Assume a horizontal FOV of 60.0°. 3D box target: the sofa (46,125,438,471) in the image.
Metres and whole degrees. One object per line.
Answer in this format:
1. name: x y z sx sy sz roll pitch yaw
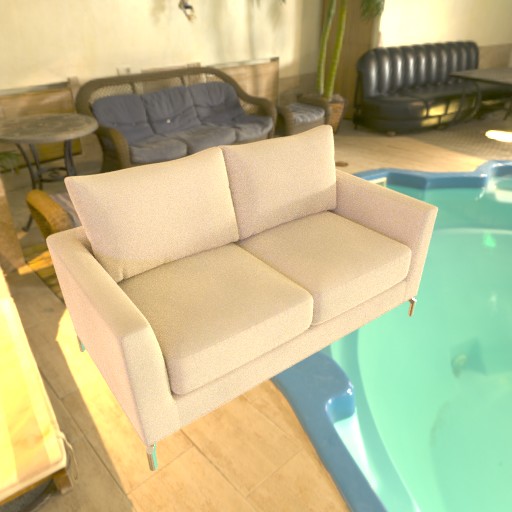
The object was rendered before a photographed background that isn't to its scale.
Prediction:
1. sofa: 0.000 0.000 2.256 1.739 0.995 0.906 -21 36 -31
